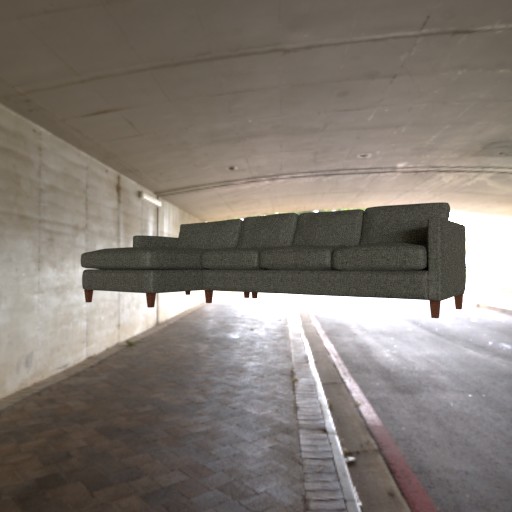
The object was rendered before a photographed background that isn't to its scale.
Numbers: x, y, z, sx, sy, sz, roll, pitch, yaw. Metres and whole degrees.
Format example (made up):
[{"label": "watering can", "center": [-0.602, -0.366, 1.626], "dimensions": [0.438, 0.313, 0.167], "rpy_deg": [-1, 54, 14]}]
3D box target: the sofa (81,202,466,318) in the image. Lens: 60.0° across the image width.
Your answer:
[{"label": "sofa", "center": [0.000, 0.000, 4.304], "dimensions": [3.485, 0.960, 1.635], "rpy_deg": [-1, -2, 36]}]
